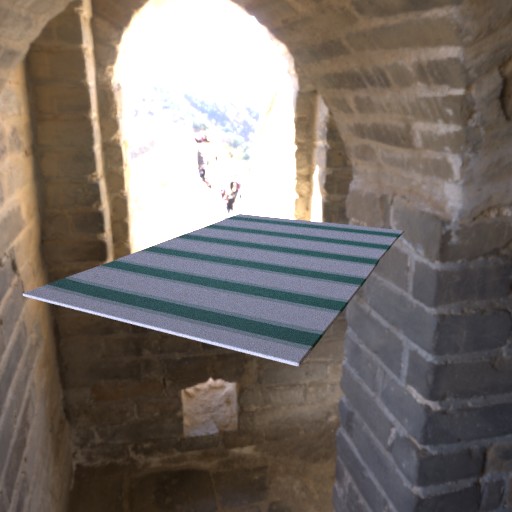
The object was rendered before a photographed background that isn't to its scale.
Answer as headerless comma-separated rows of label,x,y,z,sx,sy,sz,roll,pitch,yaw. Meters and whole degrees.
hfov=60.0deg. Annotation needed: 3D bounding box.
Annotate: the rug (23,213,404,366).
rug,0.000,0.000,2.325,1.210,0.012,1.829,8,19,26
